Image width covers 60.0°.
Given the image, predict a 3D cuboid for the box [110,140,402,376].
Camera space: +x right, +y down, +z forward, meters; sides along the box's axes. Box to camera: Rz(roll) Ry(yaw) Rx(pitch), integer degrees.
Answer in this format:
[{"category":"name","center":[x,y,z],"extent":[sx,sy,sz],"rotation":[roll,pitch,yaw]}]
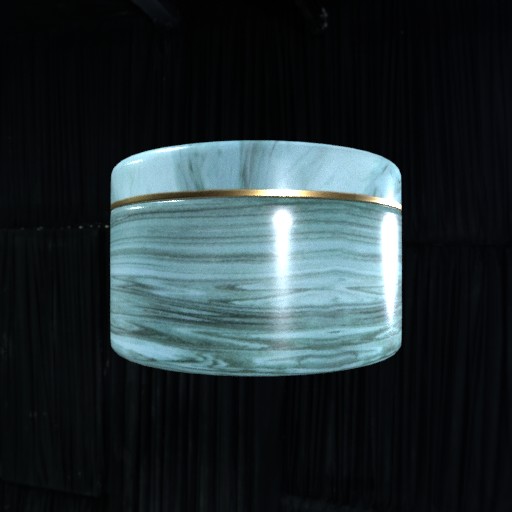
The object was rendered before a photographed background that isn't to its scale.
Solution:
[{"category":"box","center":[0.000,0.000,0.162],"extent":[0.101,0.063,0.101],"rotation":[0,0,0]}]
